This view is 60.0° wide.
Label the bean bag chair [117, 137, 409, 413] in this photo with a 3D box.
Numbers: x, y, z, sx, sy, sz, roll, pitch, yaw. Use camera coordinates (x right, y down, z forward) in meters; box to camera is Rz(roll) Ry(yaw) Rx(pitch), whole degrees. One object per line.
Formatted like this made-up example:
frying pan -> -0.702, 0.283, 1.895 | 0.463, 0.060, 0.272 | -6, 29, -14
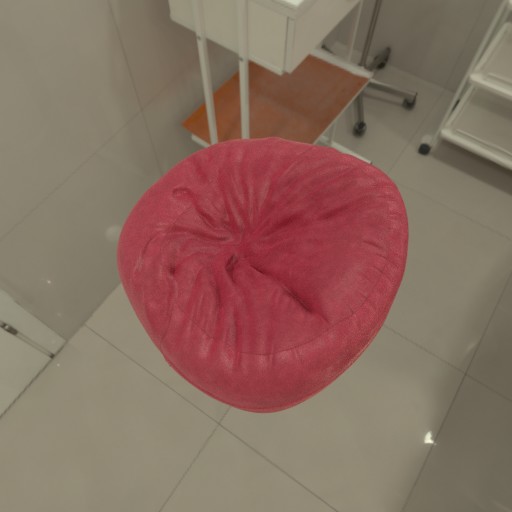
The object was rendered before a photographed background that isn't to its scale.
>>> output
bean bag chair -> 0.000, 0.000, 2.471 | 1.524, 0.878, 1.524 | 31, 67, 15
